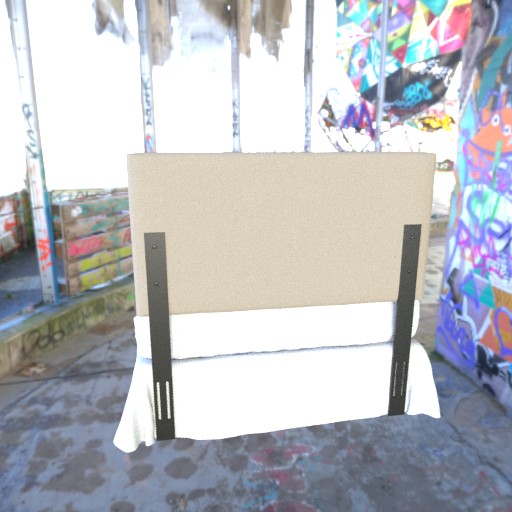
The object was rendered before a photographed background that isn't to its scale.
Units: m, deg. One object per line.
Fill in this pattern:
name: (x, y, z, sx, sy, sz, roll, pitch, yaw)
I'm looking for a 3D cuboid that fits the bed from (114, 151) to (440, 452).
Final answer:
bed: (0.000, 0.000, 3.398, 1.936, 1.577, 2.222, -2, 14, -9)
